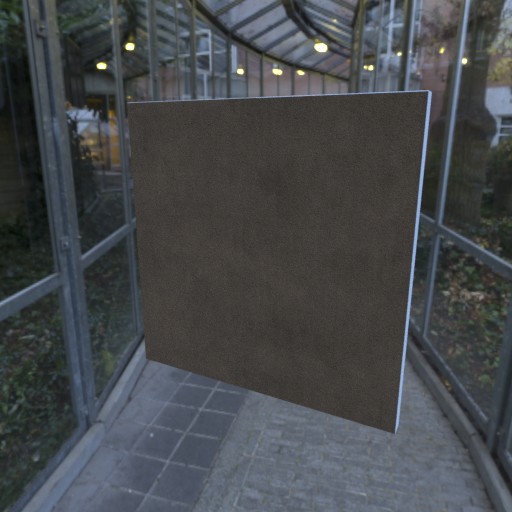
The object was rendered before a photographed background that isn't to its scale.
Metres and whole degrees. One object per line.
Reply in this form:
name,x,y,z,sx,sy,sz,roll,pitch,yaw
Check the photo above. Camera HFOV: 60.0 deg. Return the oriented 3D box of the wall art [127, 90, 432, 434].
wall art,0.000,0.000,0.674,0.455,0.453,0.023,8,18,27
